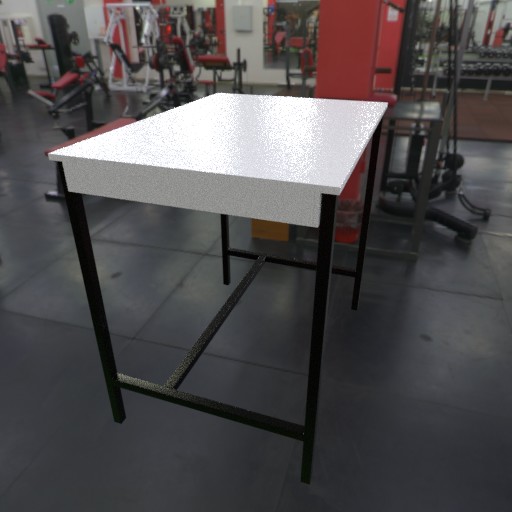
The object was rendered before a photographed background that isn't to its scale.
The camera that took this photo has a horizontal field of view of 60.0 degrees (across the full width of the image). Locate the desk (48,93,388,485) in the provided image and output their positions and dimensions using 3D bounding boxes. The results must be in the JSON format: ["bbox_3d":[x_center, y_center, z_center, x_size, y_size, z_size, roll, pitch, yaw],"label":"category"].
[{"bbox_3d":[0.000,0.000,1.299,0.573,0.766,0.811,10,30,17],"label":"desk"}]
